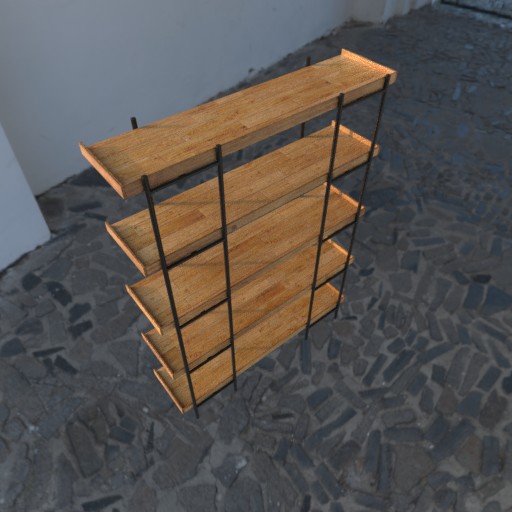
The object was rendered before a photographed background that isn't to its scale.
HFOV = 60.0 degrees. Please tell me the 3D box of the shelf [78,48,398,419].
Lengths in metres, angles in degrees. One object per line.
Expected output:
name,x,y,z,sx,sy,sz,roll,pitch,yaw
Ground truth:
shelf,0.000,0.000,2.455,1.371,1.826,0.379,-30,53,-25
